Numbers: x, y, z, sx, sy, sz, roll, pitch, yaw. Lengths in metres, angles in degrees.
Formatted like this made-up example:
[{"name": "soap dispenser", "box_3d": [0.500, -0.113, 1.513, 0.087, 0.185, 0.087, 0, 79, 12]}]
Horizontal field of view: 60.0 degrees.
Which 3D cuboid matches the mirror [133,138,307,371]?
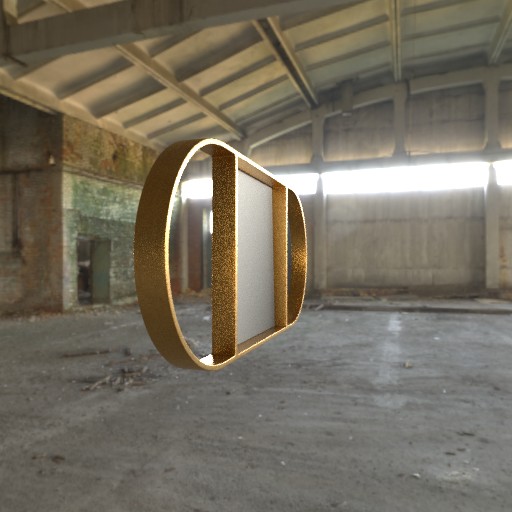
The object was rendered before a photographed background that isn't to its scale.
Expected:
[{"name": "mirror", "box_3d": [0.000, 0.000, 0.656, 0.032, 0.254, 0.584, 0, -1, 18]}]
